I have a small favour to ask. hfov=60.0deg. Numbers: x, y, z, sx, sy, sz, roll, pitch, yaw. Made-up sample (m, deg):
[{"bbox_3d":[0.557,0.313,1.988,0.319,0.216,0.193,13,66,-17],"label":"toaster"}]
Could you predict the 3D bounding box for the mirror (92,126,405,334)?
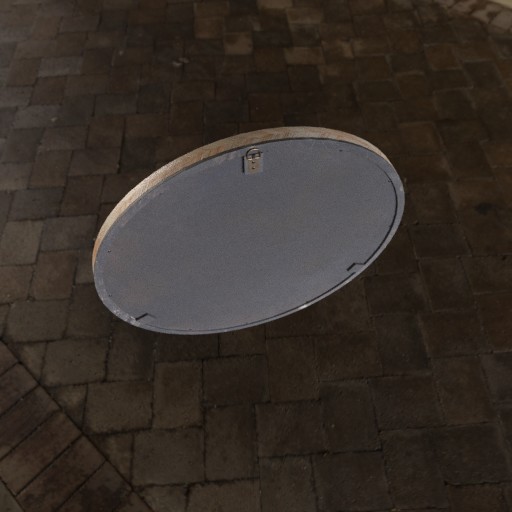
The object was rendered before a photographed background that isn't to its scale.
[{"bbox_3d":[0.000,0.000,1.027,0.710,0.710,0.038,-14,58,-9],"label":"mirror"}]
